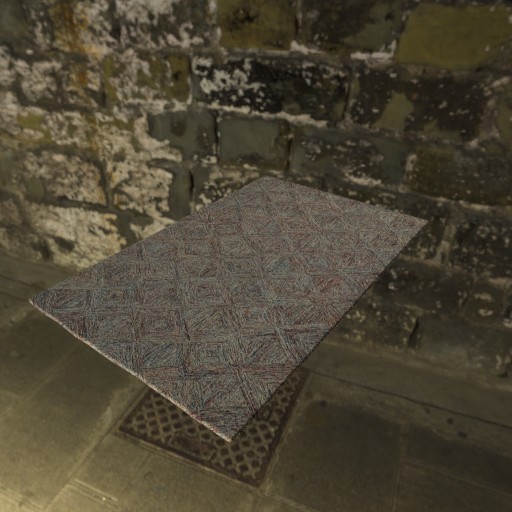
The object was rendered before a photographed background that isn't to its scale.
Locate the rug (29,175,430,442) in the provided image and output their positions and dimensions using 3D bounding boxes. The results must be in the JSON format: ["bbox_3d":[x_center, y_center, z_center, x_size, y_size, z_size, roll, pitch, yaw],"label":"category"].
[{"bbox_3d":[0.000,0.000,2.199,1.143,0.014,1.761,22,38,30],"label":"rug"}]
